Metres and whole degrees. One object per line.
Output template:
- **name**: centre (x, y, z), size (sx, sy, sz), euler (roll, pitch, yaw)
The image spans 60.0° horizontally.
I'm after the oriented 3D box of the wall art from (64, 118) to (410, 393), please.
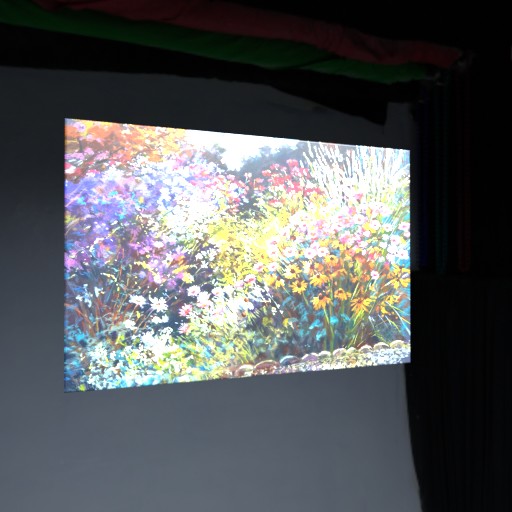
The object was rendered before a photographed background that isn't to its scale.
- **wall art**: centre (0.000, 0.000, 0.770), size (0.610, 0.406, 0.037), euler (0, 0, -18)
